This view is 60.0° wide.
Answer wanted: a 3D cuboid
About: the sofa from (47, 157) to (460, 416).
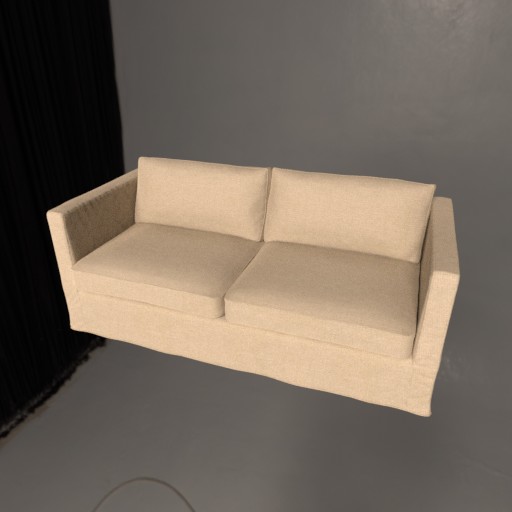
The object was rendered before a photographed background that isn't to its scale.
[{"bbox_3d":[0.000,0.000,2.454,1.987,0.847,0.956,9,29,17],"label":"sofa"}]
